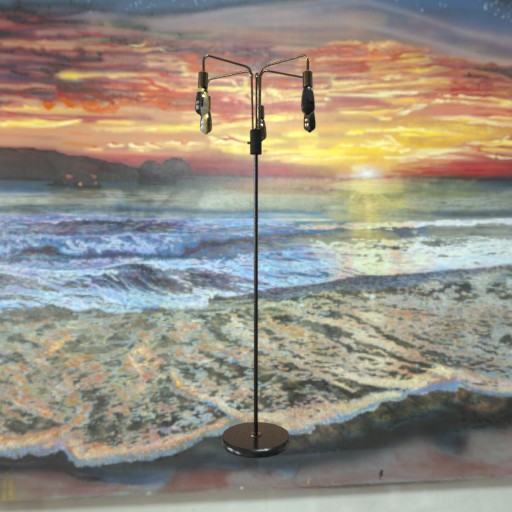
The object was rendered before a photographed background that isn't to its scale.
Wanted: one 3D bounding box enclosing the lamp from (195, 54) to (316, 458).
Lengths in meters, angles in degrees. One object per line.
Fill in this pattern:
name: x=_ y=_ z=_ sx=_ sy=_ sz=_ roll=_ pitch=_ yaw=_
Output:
lamp: x=0.000 y=0.000 z=2.027 sx=0.599 sy=1.721 sz=0.572 roll=0 pitch=1 yaw=-36
